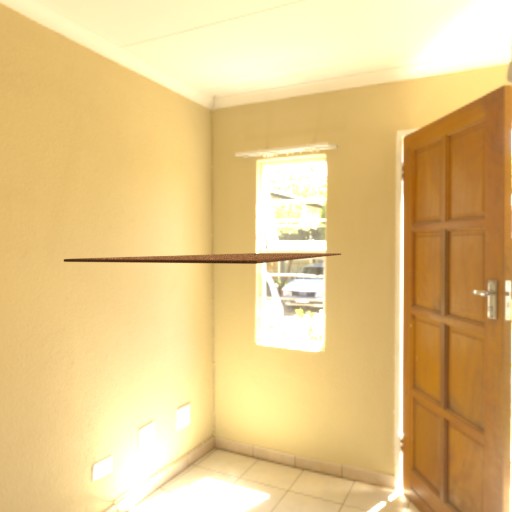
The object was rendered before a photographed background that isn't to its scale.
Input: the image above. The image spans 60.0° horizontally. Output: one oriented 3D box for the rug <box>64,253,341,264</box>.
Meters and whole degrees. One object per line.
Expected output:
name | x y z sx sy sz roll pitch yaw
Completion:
rug | 0.000 0.000 2.722 0.769 0.012 2.448 0 1 17
